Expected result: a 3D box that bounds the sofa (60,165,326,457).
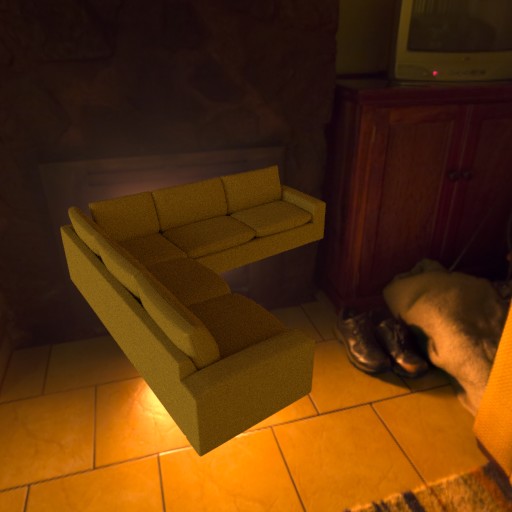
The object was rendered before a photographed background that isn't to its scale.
[{"bbox_3d":[0.000,0.000,4.087,2.742,0.800,2.622,-19,32,-32],"label":"sofa"}]
